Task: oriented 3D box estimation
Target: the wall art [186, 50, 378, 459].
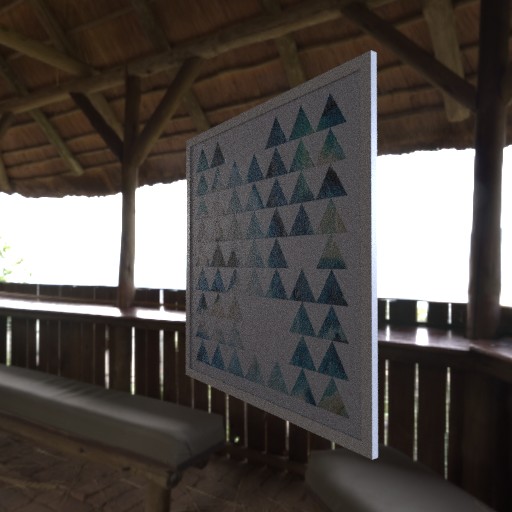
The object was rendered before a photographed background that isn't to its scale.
[{"bbox_3d":[0.000,0.000,0.833,0.012,0.557,0.557,1,-1,-36],"label":"wall art"}]
